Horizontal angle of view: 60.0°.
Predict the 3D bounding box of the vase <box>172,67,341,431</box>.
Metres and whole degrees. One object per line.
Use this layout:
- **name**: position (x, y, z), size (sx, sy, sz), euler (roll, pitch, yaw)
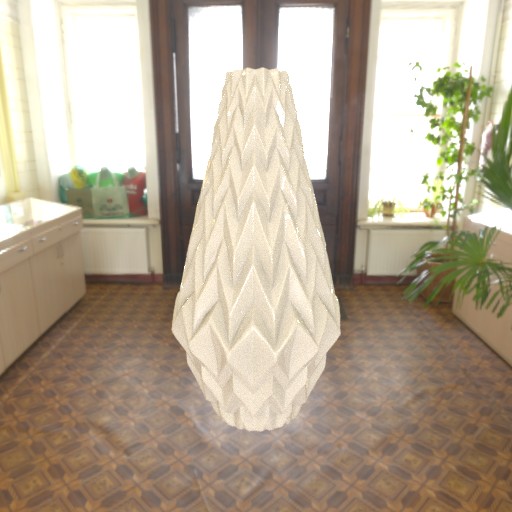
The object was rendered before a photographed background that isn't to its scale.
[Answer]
- **vase**: position (0.000, 0.000, 0.424), size (0.167, 0.328, 0.167), euler (0, 15, 0)
